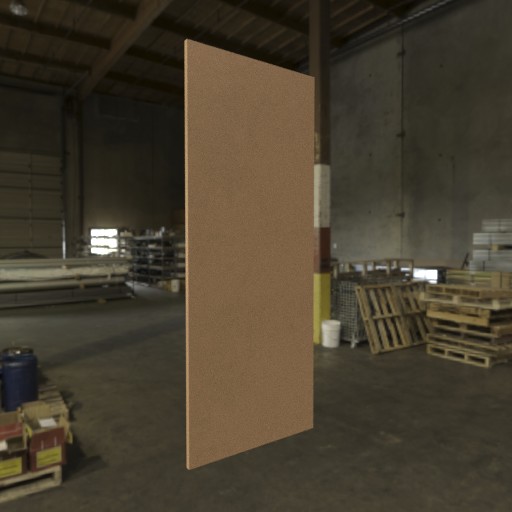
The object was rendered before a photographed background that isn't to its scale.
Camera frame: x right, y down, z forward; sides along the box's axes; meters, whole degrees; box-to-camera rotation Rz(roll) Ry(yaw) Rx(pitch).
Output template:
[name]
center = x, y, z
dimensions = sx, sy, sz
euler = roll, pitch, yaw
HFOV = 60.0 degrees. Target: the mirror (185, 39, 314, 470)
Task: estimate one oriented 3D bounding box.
[mirror]
center = 0.000, 0.000, 2.339
dimensions = 0.812, 2.031, 0.026
euler = -1, 2, -36
